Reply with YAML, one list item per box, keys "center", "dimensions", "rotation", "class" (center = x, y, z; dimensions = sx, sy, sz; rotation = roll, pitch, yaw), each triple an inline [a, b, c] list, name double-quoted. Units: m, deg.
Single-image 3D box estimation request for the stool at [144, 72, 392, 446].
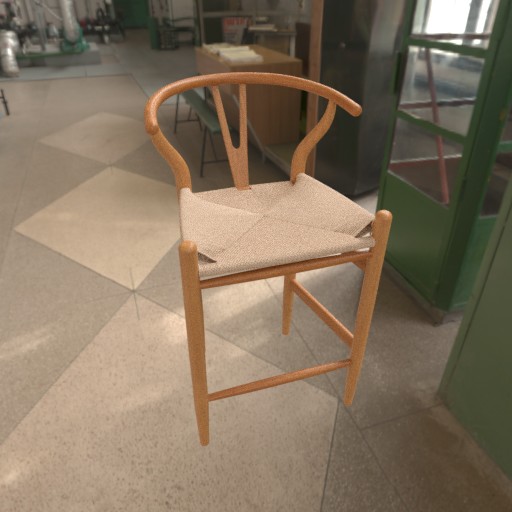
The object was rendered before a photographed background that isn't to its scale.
- center: [0.000, 0.000, 1.369]
  dimensions: [0.569, 0.970, 0.579]
  rotation: [-10, 33, -15]
  class: "stool"
